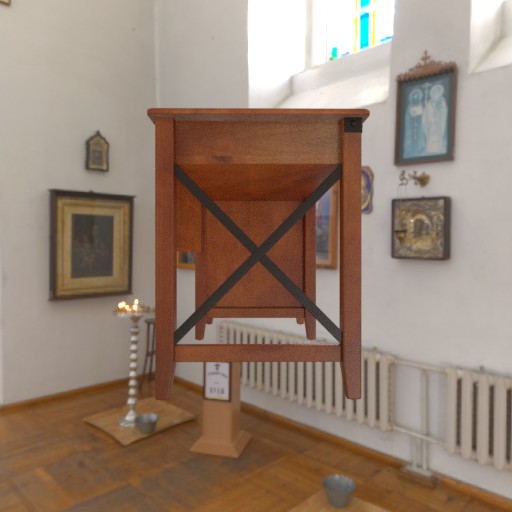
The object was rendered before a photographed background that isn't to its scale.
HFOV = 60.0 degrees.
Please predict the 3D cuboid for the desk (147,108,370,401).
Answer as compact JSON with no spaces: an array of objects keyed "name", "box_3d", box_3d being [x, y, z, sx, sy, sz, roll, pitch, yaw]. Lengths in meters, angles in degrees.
[{"name":"desk","box_3d":[0.000,0.000,1.802,0.574,0.756,1.353,0,0,-1]}]
